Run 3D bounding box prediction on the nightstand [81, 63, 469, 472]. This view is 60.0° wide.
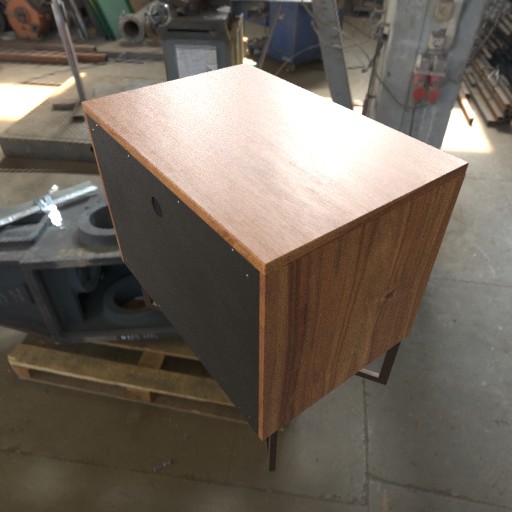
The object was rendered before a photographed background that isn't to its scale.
[{"bbox_3d":[0.000,0.000,1.006,0.427,0.615,0.613,-26,47,-27],"label":"nightstand"}]
